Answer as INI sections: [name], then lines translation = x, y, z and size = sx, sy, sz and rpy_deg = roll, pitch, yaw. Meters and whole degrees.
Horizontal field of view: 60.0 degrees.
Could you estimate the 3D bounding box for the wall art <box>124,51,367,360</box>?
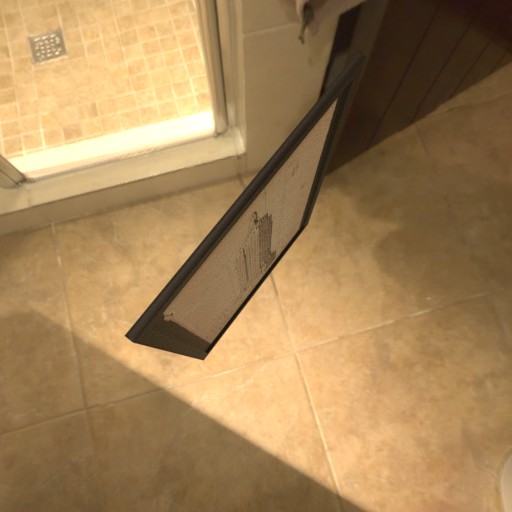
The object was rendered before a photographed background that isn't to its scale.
[wall art]
translation = 0.000, 0.000, 0.839
size = 0.012, 0.661, 0.451
rpy_deg = 36, 78, 9
